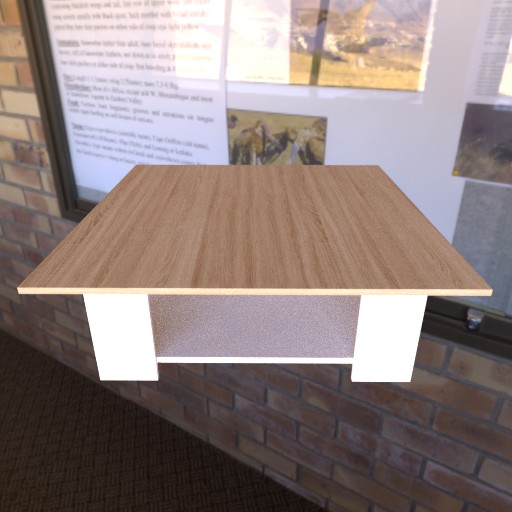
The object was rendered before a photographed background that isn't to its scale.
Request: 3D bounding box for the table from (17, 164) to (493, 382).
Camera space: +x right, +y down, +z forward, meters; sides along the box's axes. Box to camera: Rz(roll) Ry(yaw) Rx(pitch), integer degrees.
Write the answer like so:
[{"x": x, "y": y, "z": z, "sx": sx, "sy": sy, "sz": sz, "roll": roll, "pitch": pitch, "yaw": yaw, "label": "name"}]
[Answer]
[{"x": 0.000, "y": 0.000, "z": 1.295, "sx": 0.890, "sy": 0.305, "sz": 0.890, "roll": 0, "pitch": 26, "yaw": 0, "label": "table"}]
